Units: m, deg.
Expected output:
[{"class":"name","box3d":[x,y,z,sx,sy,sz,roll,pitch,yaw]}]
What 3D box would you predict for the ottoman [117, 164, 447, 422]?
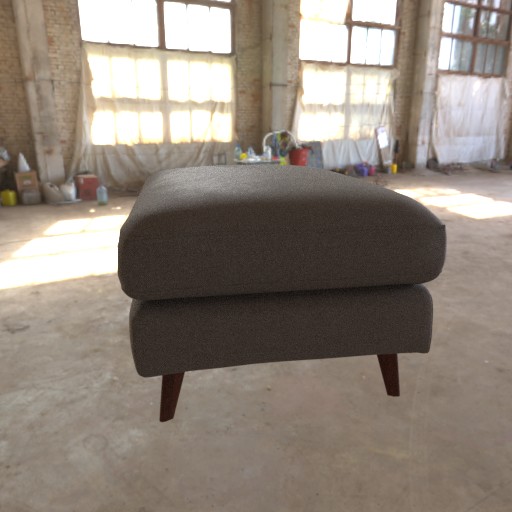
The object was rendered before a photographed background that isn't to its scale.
[{"class":"ottoman","box3d":[0.000,0.000,1.166,0.608,0.449,0.811,-3,17,-10]}]
